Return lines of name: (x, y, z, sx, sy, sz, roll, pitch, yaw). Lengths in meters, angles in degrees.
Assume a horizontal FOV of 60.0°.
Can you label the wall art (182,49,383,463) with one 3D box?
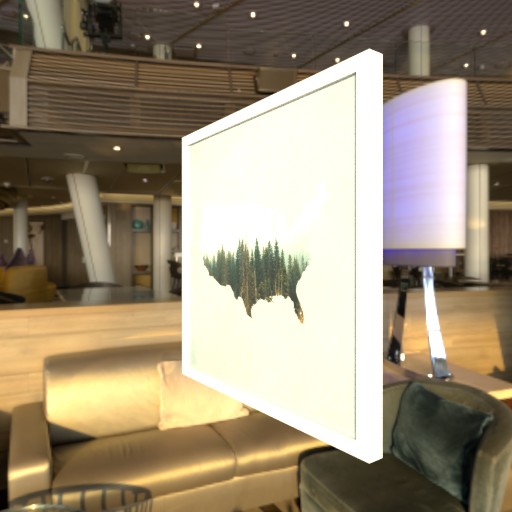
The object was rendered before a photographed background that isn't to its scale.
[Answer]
wall art: (0.000, 0.000, 1.134, 0.038, 0.762, 0.762, 0, 0, -36)
